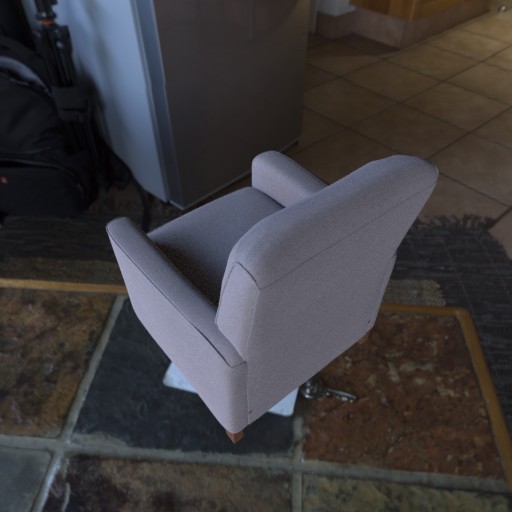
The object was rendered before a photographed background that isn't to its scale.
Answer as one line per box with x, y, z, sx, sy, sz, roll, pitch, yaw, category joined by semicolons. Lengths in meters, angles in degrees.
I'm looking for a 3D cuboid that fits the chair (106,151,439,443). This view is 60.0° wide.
0.000;0.000;1.668;0.845;1.023;0.859;-30;53;-26;chair
